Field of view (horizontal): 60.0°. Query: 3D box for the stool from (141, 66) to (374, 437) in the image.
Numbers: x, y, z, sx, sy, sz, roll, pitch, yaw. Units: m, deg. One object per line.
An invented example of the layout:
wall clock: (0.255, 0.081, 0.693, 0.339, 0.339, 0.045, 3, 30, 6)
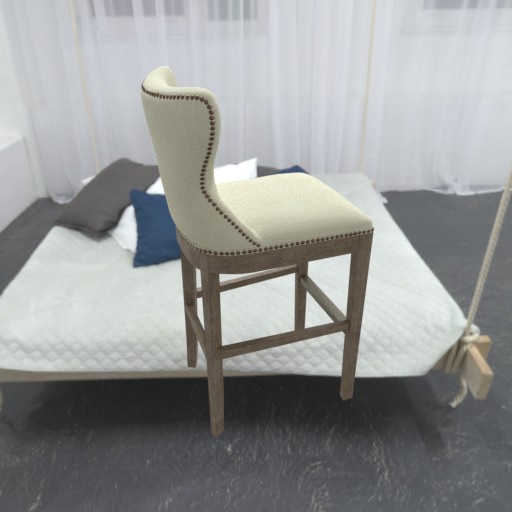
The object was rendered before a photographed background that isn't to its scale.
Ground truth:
stool: (0.000, 0.000, 1.451, 0.606, 1.123, 0.494, -11, 31, -18)
